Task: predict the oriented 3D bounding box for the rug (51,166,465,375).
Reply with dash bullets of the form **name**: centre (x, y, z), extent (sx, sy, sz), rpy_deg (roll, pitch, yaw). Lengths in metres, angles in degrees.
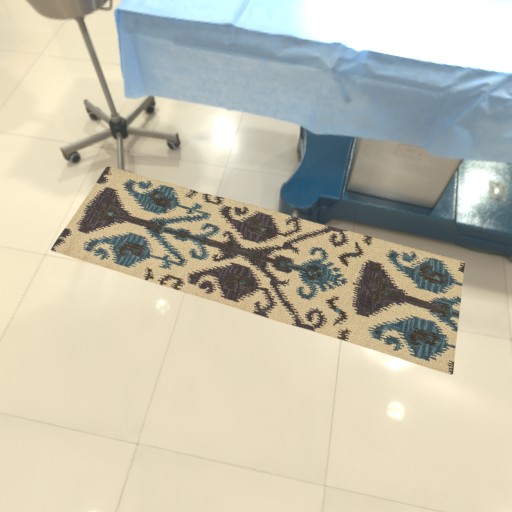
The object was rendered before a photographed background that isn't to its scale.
- **rug**: centre (0.000, 0.000, 2.560), extent (2.301, 0.017, 0.692), rpy_deg (16, 60, 9)
